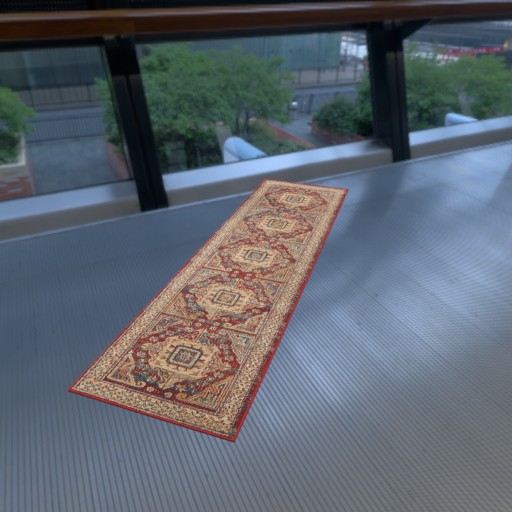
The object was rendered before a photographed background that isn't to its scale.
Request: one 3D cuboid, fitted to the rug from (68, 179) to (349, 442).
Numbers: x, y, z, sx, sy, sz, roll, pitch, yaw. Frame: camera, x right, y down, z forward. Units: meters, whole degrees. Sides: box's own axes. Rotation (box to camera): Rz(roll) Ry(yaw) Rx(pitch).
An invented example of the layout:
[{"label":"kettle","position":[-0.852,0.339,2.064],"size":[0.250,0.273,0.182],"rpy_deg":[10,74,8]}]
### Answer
[{"label":"rug","position":[0.000,0.000,2.458],"size":[0.659,0.015,2.292],"rpy_deg":[10,32,17]}]
